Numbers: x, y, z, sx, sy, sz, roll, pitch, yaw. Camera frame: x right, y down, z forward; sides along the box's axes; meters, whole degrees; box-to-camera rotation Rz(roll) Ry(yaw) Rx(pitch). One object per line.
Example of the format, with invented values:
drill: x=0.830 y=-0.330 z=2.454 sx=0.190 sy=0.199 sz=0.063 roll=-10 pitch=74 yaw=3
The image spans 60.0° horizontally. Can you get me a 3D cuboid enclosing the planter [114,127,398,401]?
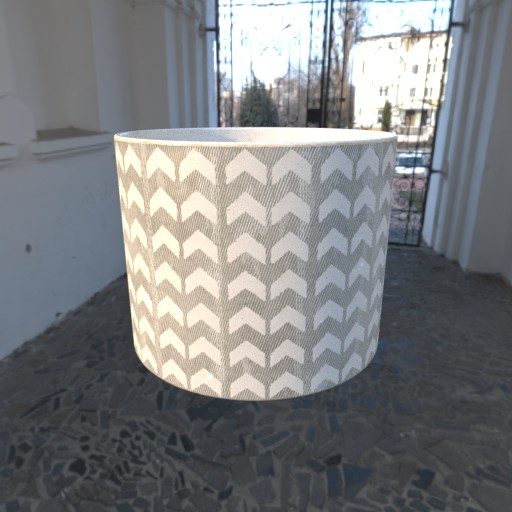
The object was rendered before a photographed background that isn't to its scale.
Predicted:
planter: x=0.000 y=0.000 z=0.338 sx=0.190 sy=0.181 sz=0.190 roll=0 pitch=18 yaw=0
